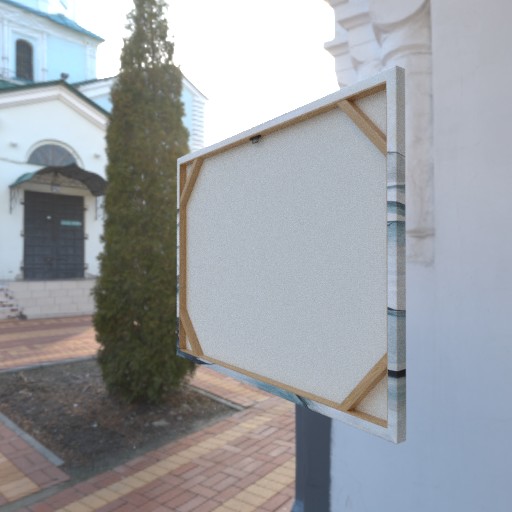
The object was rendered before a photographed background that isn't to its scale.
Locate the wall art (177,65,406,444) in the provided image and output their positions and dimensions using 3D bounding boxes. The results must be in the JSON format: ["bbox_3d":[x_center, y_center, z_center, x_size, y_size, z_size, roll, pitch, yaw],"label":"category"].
[{"bbox_3d":[0.000,0.000,1.573,0.039,0.915,1.219,0,-1,-35],"label":"wall art"}]
